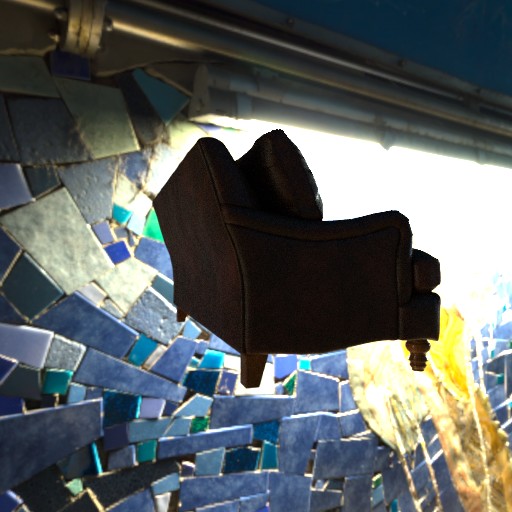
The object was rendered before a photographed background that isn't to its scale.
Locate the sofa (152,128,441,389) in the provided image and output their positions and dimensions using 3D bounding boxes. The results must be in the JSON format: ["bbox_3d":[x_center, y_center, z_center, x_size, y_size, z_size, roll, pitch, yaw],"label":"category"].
[{"bbox_3d":[0.000,0.000,2.838,1.147,1.071,2.144,0,0,-18],"label":"sofa"}]
